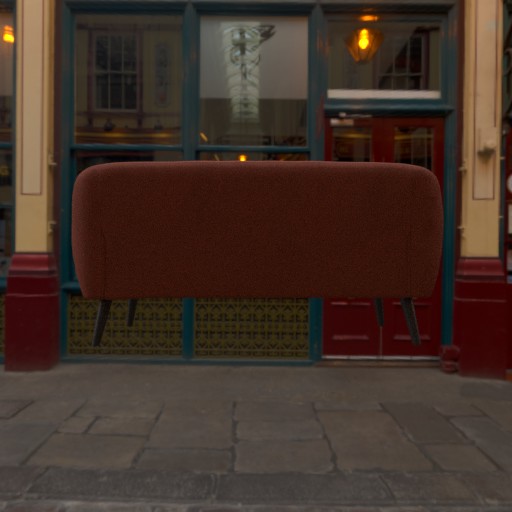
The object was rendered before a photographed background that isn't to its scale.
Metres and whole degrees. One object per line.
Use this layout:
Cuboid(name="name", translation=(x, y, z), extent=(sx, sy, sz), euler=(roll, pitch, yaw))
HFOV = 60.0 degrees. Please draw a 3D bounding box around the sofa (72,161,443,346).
Cuboid(name="sofa", translation=(0.000, 0.000, 2.339), extent=(1.840, 0.836, 0.820), euler=(0, 0, -1))
